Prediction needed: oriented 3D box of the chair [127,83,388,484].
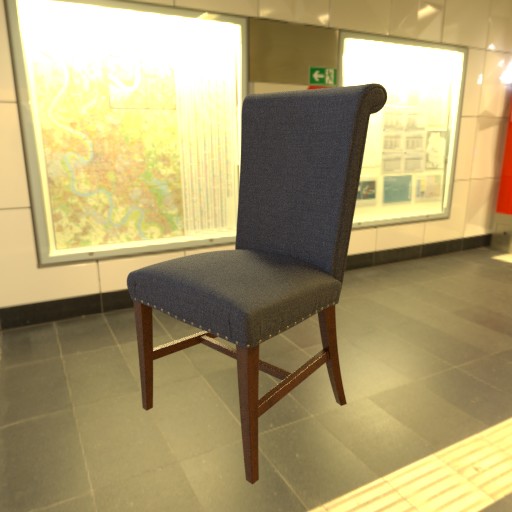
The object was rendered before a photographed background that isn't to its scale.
[{"bbox_3d":[0.000,0.000,1.342,0.513,0.988,0.608,13,20,41],"label":"chair"}]
